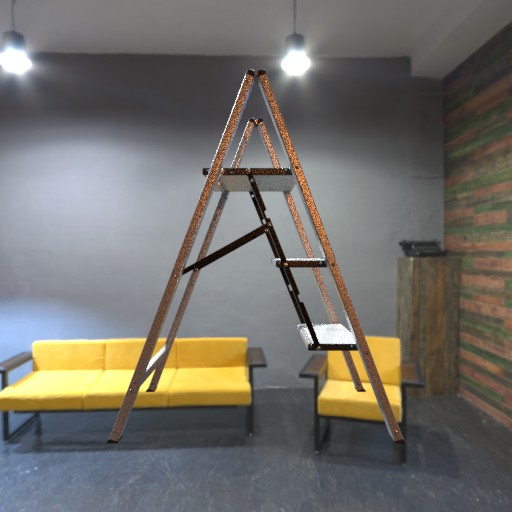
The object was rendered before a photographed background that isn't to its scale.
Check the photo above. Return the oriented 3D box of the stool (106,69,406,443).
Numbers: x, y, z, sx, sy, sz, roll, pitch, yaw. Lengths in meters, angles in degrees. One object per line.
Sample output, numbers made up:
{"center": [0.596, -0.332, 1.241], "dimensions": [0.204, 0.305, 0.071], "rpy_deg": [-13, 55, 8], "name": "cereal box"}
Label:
{"center": [0.000, 0.000, 1.286], "dimensions": [0.730, 0.902, 0.441], "rpy_deg": [0, 1, 0], "name": "stool"}
